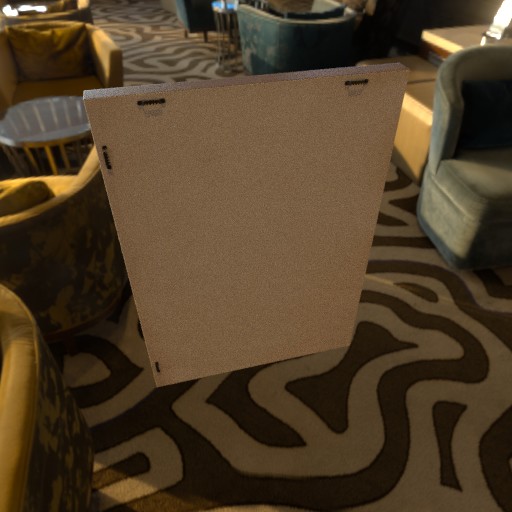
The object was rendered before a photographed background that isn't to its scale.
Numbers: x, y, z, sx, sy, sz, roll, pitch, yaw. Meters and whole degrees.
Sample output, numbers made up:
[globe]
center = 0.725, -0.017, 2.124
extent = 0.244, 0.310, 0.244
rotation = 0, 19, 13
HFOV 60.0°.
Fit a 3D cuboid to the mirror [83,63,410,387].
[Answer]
[mirror]
center = 0.000, 0.000, 0.910
extent = 0.507, 0.710, 0.040
rotation = -10, 42, -11
